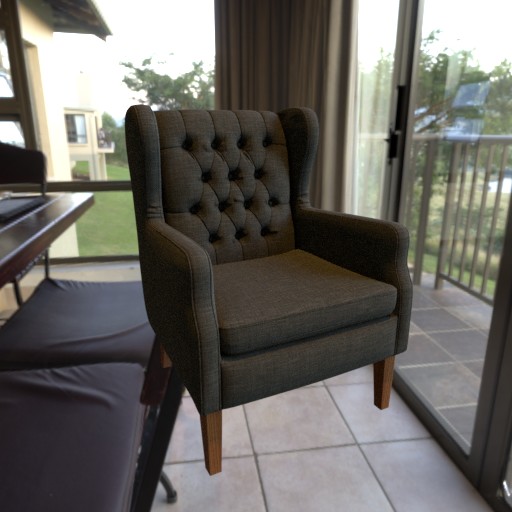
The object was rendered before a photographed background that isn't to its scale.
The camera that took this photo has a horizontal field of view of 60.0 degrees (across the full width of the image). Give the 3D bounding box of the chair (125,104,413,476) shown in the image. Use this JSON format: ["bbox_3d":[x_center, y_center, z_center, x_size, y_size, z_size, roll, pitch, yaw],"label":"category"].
[{"bbox_3d":[0.000,0.000,1.463,0.711,0.953,0.775,-9,19,-27],"label":"chair"}]
